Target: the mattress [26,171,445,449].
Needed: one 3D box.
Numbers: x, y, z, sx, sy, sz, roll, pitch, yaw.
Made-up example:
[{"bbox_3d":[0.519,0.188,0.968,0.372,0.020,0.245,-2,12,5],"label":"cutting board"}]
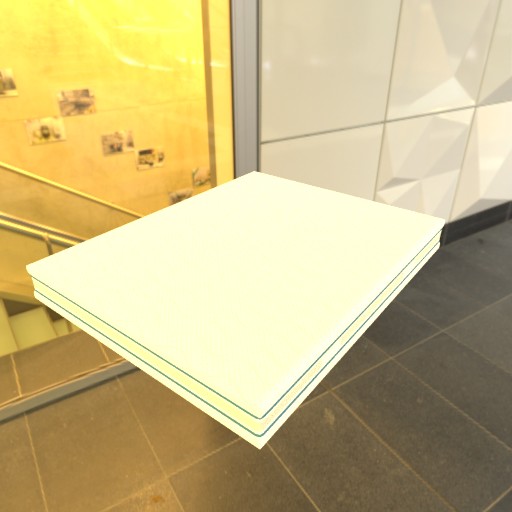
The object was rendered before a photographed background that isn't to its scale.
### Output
[{"bbox_3d":[0.000,0.000,2.702,1.600,0.230,2.000,21,36,32],"label":"mattress"}]
